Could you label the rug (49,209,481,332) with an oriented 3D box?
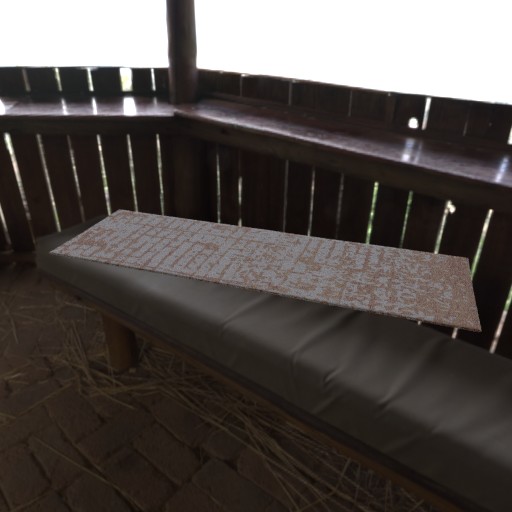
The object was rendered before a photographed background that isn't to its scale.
[{"bbox_3d":[0.000,0.000,2.691,2.435,0.011,0.750,9,29,16],"label":"rug"}]
